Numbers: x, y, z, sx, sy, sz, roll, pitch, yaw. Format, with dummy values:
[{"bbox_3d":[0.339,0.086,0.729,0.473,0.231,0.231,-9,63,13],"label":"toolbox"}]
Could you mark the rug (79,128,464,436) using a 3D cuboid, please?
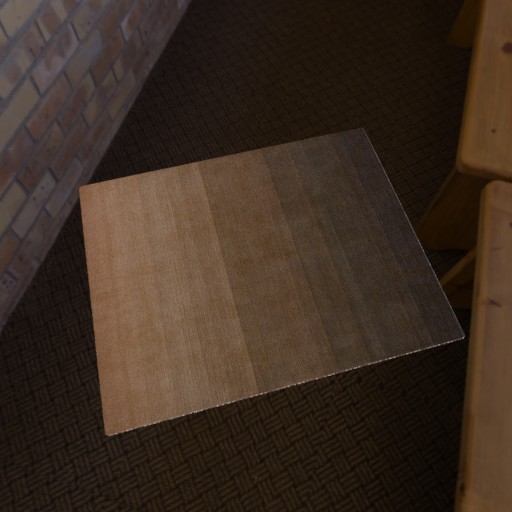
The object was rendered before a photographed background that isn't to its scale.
[{"bbox_3d":[0.000,0.000,3.914,2.902,0.017,2.305,-13,64,-7],"label":"rug"}]
